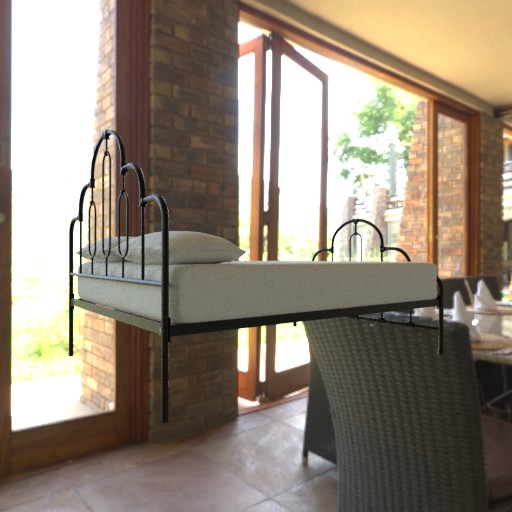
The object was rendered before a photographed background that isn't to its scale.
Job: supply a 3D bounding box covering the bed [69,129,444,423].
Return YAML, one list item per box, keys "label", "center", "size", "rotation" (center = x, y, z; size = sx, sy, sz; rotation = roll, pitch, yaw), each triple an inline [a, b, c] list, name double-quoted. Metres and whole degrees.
- label: "bed"
  center: [0.000, 0.000, 3.195]
  size: [2.181, 1.444, 1.626]
  rotation: [0, 0, -36]
